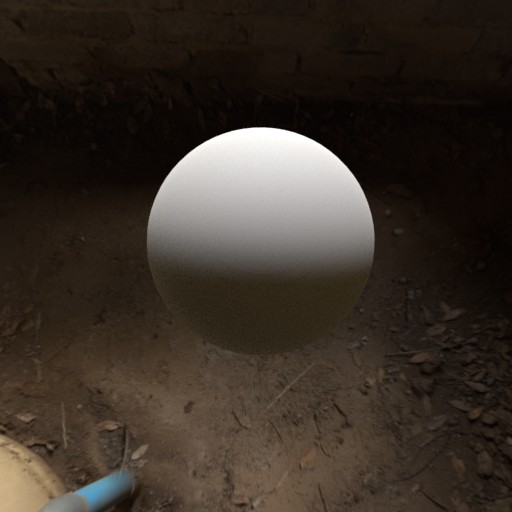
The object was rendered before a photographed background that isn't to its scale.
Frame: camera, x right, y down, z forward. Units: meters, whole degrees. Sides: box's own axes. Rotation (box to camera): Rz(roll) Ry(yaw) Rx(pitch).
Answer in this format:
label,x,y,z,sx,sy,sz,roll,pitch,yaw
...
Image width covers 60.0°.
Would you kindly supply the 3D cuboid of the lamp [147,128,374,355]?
label,x,y,z,sx,sy,sz,roll,pitch,yaw
lamp,0.000,0.000,0.338,0.141,0.250,0.152,-31,78,-7
